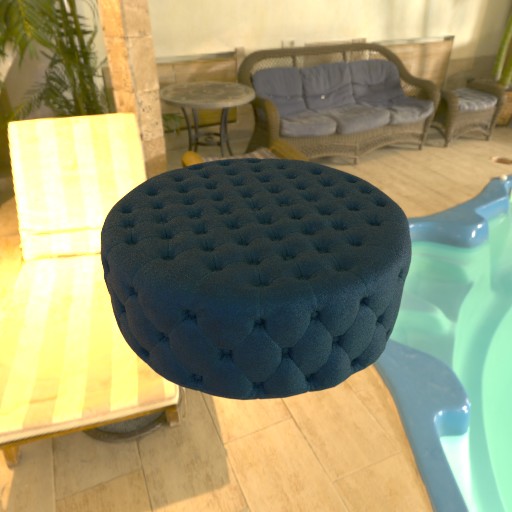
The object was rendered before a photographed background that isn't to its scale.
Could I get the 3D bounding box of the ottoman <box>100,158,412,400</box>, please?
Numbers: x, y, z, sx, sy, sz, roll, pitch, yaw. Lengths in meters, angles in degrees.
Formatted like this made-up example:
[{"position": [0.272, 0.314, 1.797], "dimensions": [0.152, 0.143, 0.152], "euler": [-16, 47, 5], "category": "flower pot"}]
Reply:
[{"position": [0.000, 0.000, 1.516], "dimensions": [0.998, 0.398, 0.998], "euler": [0, 33, 0], "category": "ottoman"}]
